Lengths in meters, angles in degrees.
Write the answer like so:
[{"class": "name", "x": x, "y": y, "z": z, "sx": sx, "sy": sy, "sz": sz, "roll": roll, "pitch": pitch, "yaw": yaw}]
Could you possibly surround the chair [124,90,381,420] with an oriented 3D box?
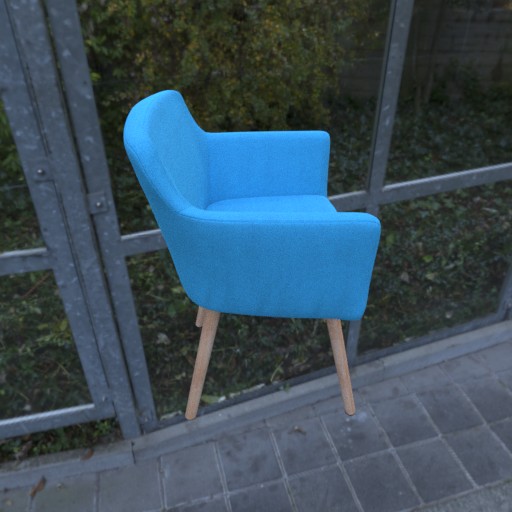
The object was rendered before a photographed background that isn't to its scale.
[{"class": "chair", "x": 0.000, "y": 0.000, "z": 1.166, "sx": 0.540, "sy": 0.780, "sz": 0.570, "roll": -1, "pitch": 32, "yaw": -2}]
